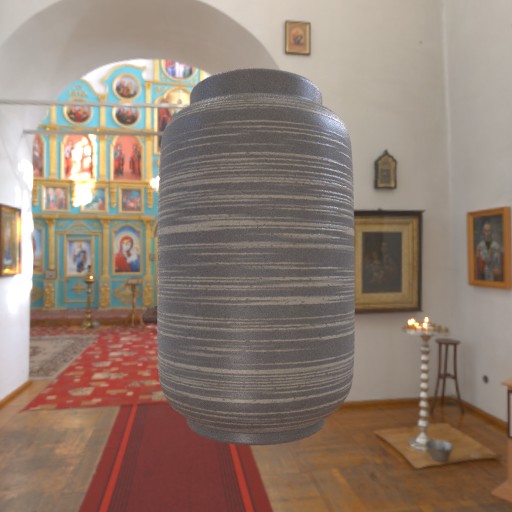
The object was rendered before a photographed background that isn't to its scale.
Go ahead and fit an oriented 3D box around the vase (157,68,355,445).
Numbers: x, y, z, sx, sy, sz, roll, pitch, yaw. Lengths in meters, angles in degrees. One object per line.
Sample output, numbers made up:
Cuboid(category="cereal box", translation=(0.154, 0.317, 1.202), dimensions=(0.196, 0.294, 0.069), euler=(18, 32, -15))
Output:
Cuboid(category="vase", translation=(0.000, 0.000, 0.684), dimensions=(0.297, 0.499, 0.297), euler=(0, -2, 0))
